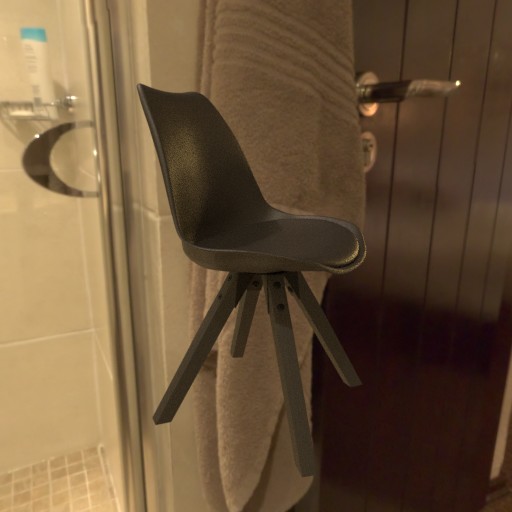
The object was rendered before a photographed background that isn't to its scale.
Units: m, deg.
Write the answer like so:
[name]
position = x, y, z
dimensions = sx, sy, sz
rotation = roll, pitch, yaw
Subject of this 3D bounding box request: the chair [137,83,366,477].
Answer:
[chair]
position = 0.000, 0.000, 1.160
dimensions = 0.550, 0.850, 0.485
rotation = 7, 17, 26
